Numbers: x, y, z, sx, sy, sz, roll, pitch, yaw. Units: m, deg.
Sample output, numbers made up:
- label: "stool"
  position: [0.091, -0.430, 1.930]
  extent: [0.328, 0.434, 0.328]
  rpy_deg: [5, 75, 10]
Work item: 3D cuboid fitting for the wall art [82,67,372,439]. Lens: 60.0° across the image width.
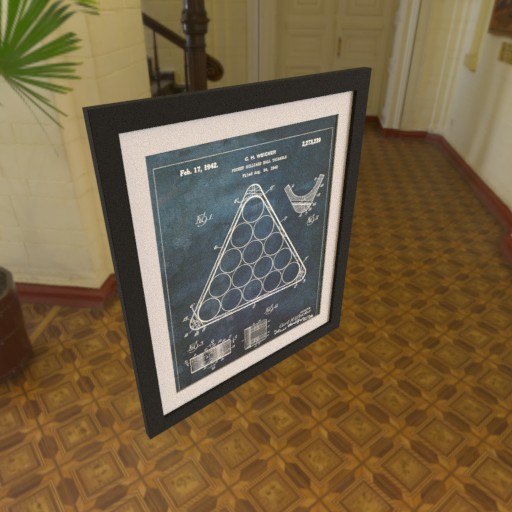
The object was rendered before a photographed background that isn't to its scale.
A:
- label: "wall art"
  position: [0.000, 0.000, 0.491]
  extent: [0.311, 0.361, 0.010]
  rpy_deg: [-22, 38, -32]
